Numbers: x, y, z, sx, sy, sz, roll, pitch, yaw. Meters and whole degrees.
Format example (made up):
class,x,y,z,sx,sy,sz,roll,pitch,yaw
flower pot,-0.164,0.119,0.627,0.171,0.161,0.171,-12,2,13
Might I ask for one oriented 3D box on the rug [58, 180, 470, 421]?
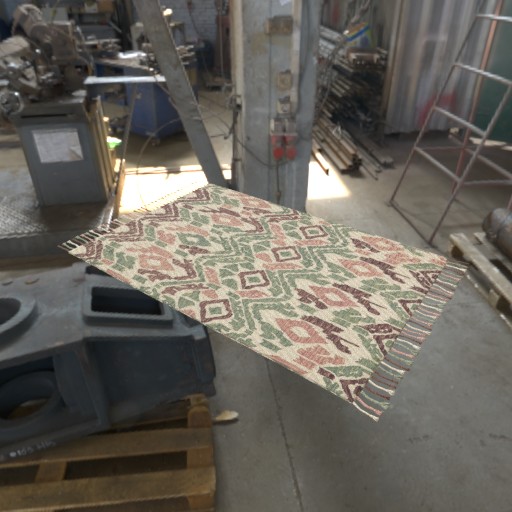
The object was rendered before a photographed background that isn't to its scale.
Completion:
class,x,y,z,sx,sy,sz,roll,pitch,yaw
rug,0.000,0.000,3.032,2.438,0.011,1.524,22,38,30
